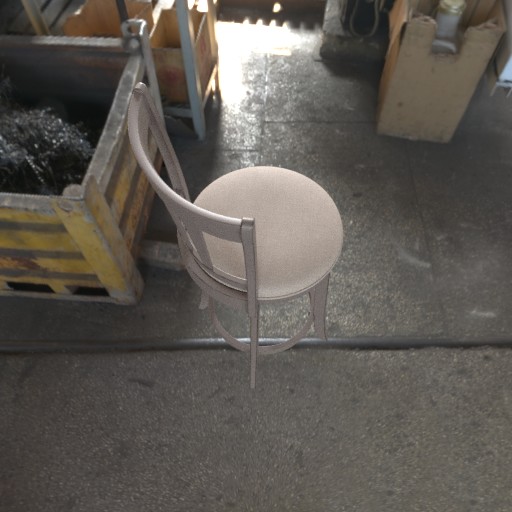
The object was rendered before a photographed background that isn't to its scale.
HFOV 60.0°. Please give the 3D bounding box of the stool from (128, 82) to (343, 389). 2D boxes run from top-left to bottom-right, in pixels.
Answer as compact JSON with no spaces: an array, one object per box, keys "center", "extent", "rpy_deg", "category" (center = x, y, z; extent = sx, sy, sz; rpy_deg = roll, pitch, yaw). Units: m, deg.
[{"center":[0.000,0.000,1.280],"extent":[0.475,1.023,0.436],"rpy_deg":[-29,63,-17],"category":"stool"}]
